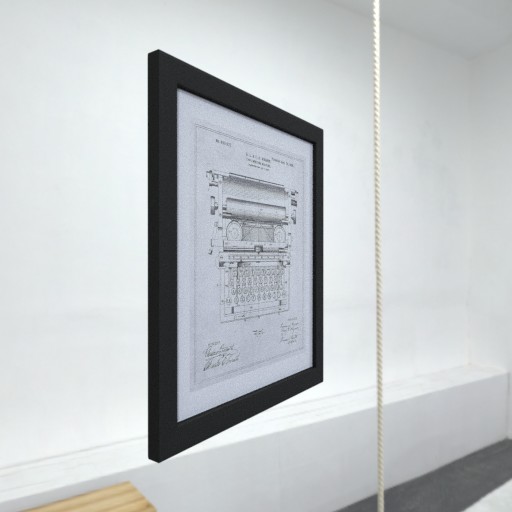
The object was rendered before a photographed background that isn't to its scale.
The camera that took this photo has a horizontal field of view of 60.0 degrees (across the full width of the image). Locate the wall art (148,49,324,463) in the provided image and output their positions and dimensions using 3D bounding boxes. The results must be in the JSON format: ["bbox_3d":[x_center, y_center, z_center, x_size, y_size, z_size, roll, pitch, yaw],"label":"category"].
[{"bbox_3d":[0.000,0.000,0.723,0.021,0.508,0.432,0,0,36],"label":"wall art"}]
